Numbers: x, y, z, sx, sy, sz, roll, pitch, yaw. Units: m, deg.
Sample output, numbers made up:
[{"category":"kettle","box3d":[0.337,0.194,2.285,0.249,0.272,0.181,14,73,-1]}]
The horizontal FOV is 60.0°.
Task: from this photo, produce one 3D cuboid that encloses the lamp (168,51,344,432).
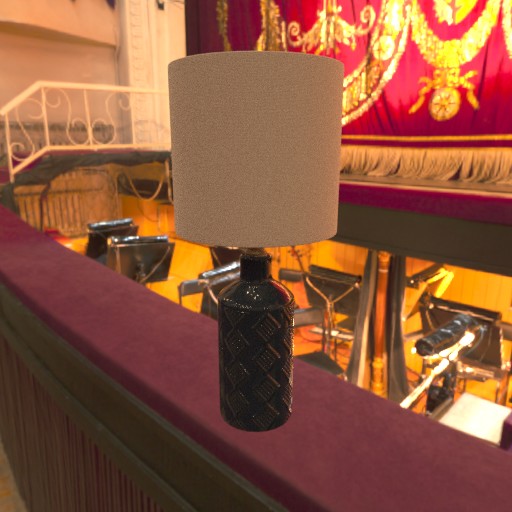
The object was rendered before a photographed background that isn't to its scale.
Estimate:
[{"category":"lamp","box3d":[0.000,0.000,0.584,0.207,0.461,0.207,13,20,42]}]
